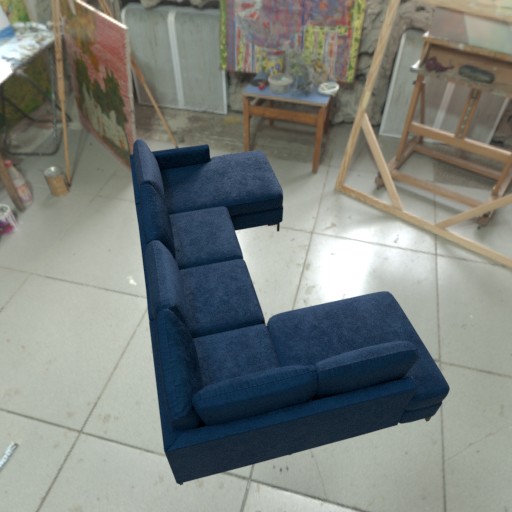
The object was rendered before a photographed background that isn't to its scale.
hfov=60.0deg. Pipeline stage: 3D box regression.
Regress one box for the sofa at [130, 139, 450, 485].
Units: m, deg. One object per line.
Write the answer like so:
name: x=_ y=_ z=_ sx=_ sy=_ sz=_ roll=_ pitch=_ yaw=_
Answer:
sofa: x=0.000 y=0.000 z=4.190 sx=2.055 sy=0.992 sz=3.434 roll=-11 pitch=47 yaw=-10
